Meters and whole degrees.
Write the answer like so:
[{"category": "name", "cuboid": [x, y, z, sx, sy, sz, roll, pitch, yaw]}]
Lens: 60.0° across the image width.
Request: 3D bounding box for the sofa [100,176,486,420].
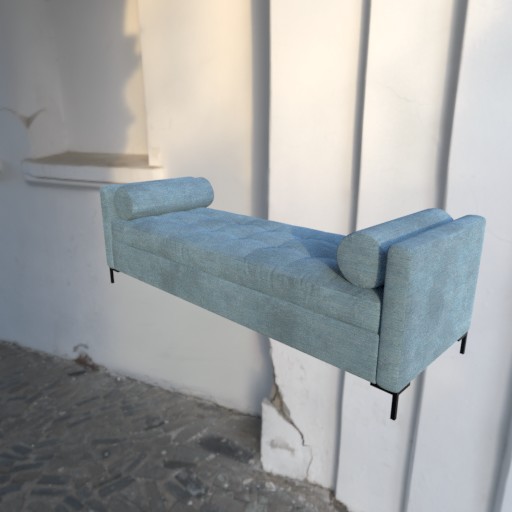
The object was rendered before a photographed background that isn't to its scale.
[{"category": "sofa", "cuboid": [0.000, 0.000, 2.323, 1.981, 0.635, 0.686, 16, 23, 42]}]
